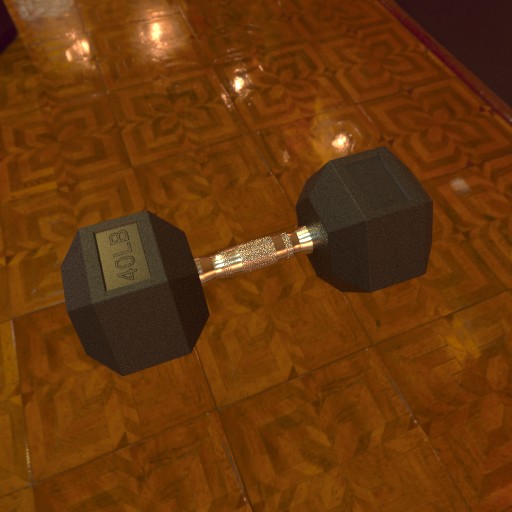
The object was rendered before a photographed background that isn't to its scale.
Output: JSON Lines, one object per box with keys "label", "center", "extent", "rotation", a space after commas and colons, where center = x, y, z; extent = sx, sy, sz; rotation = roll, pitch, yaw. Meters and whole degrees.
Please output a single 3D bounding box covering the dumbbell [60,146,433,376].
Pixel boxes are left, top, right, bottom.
{"label": "dumbbell", "center": [0.000, 0.000, 0.458], "extent": [0.361, 0.137, 0.157], "rotation": [-17, 59, -11]}
